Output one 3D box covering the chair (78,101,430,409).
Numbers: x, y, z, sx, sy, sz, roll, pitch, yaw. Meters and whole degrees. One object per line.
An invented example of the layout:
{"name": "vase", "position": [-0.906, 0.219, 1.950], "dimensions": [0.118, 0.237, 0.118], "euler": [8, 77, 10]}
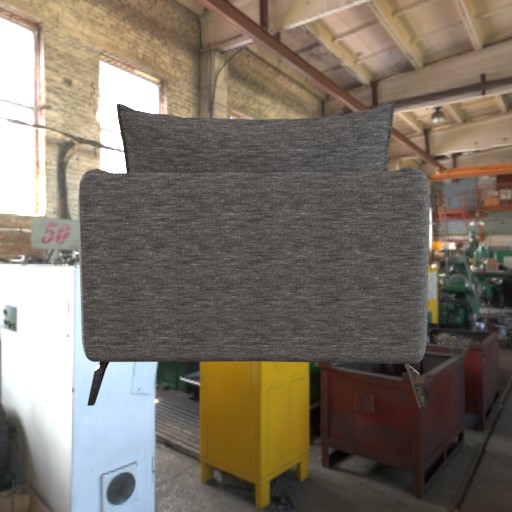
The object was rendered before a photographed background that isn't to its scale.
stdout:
{"name": "chair", "position": [0.000, 0.000, 1.575], "dimensions": [1.004, 0.842, 0.805], "euler": [0, 0, 2]}
